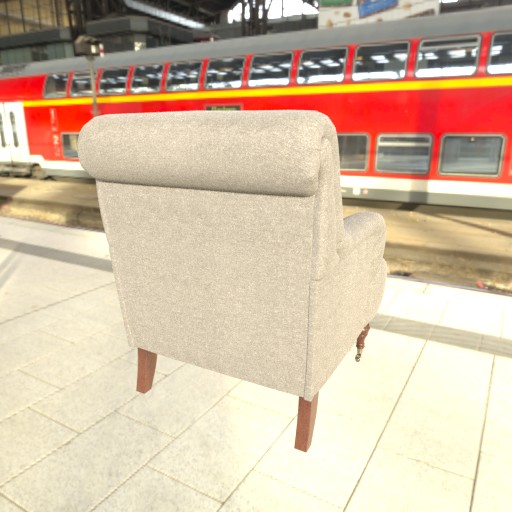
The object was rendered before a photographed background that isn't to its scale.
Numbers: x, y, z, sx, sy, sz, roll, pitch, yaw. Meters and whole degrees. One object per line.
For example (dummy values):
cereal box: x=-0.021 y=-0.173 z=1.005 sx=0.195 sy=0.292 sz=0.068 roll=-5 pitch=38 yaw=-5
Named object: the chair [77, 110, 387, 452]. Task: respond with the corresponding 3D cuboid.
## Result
chair: x=0.000 y=0.000 z=1.542 sx=0.766 sy=0.942 sz=0.843 roll=9 pitch=18 yaw=27
